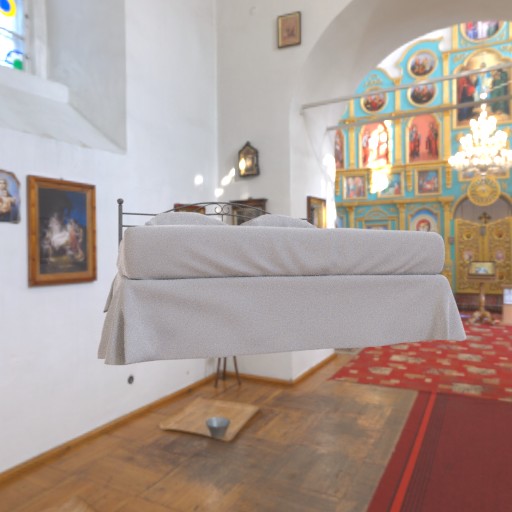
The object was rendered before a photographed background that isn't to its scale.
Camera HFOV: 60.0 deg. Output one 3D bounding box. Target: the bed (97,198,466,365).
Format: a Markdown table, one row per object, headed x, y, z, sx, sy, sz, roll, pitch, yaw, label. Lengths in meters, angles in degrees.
| x | y | z | sx | sy | sz | roll | pitch | yaw | label |
| --- | --- | --- | --- | --- | --- | --- | --- | --- | --- |
| 0.000 | 0.000 | 3.462 | 2.309 | 1.080 | 2.220 | 0 | 0 | -18 | bed |
